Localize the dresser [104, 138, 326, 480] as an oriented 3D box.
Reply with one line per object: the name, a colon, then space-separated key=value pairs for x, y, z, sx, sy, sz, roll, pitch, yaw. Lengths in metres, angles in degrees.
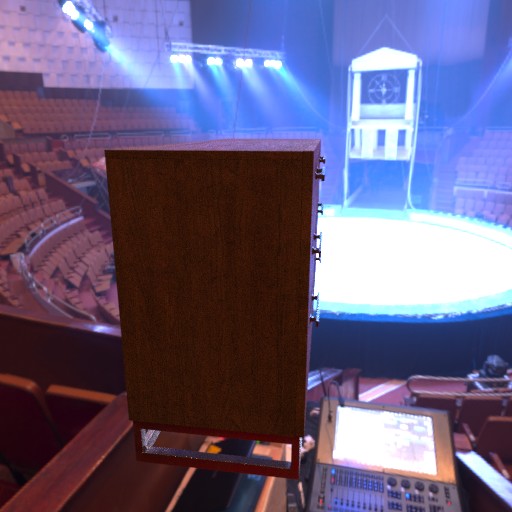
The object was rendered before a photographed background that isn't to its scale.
dresser: x=0.000 y=0.000 z=2.133 sx=0.623 sy=1.061 sz=1.646 roll=2 pitch=16 yaw=8
